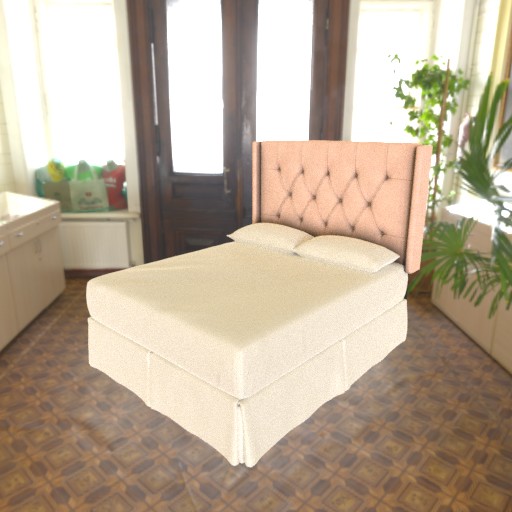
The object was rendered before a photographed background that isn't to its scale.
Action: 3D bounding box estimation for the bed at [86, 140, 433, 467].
[{"bbox_3d":[0.000,0.000,3.373,1.719,1.665,2.066,14,21,40],"label":"bed"}]
